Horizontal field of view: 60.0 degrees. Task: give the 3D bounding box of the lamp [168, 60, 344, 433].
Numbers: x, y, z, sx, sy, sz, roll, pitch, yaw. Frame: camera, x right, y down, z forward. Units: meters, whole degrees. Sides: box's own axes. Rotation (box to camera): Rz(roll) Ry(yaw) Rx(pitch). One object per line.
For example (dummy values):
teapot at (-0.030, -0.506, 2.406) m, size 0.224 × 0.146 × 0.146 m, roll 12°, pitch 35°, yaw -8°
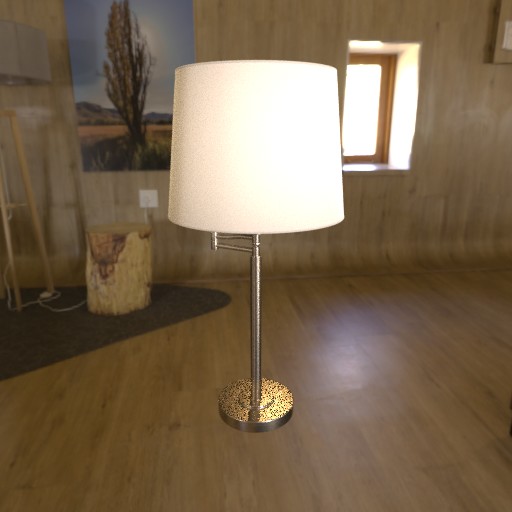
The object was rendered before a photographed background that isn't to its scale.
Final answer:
lamp at (0.000, 0.000, 0.875) m, size 0.333 × 0.696 × 0.333 m, roll 0°, pitch 16°, yaw 0°
